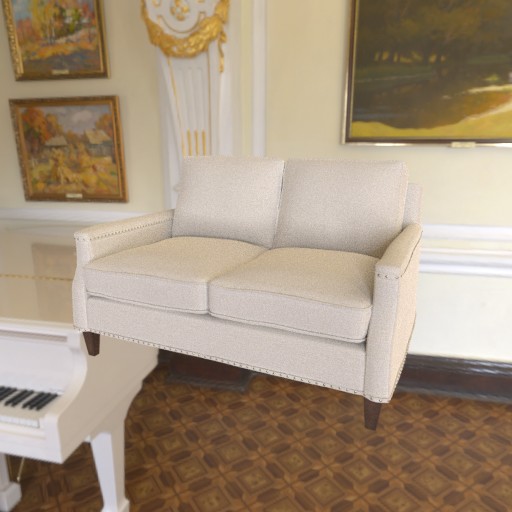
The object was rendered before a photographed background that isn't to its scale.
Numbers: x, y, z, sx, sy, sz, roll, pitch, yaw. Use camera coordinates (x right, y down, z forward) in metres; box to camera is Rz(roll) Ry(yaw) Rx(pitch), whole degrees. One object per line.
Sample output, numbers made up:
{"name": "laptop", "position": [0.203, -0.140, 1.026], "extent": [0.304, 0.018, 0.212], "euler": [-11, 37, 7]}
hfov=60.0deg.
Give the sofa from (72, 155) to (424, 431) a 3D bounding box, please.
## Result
{"name": "sofa", "position": [0.000, 0.000, 2.322], "extent": [1.597, 1.003, 1.084], "euler": [7, 16, 25]}
